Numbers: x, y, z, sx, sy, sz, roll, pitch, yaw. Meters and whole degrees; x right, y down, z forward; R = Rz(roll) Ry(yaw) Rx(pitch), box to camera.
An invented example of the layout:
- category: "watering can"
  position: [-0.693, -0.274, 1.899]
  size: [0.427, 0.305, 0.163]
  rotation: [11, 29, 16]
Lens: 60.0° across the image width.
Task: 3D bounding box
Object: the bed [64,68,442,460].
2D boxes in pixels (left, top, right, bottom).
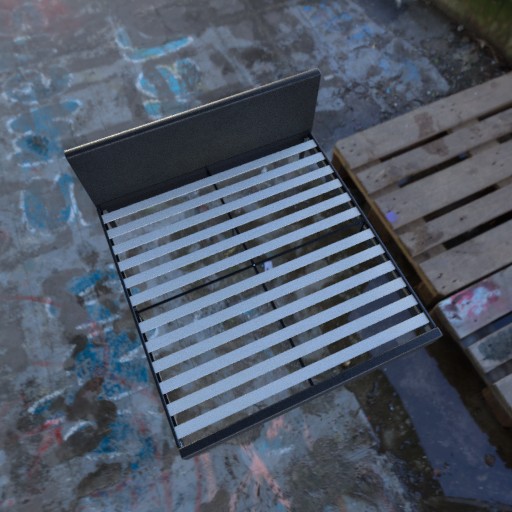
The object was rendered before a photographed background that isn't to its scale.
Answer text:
- category: "bed"
  position: [0.000, 0.000, 3.337]
  size: [2.018, 1.046, 2.152]
  rotation: [-22, 66, -10]
